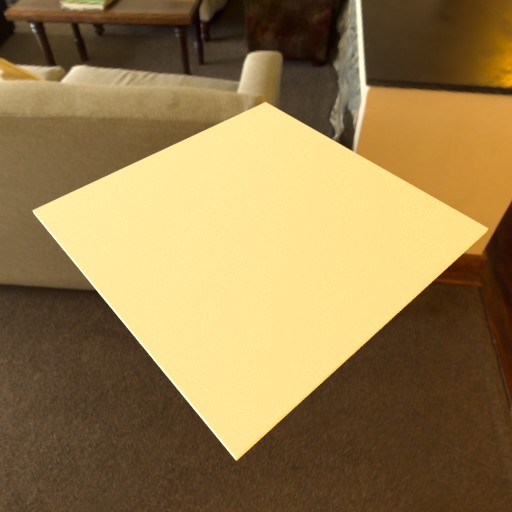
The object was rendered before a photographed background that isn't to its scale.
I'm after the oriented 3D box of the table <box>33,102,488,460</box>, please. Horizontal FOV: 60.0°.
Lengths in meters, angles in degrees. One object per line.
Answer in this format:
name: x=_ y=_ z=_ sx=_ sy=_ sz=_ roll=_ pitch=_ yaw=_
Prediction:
table: x=0.000 y=0.000 z=1.335 sx=0.890 sy=0.305 sz=0.890 roll=-34 pitch=56 yaw=-26
